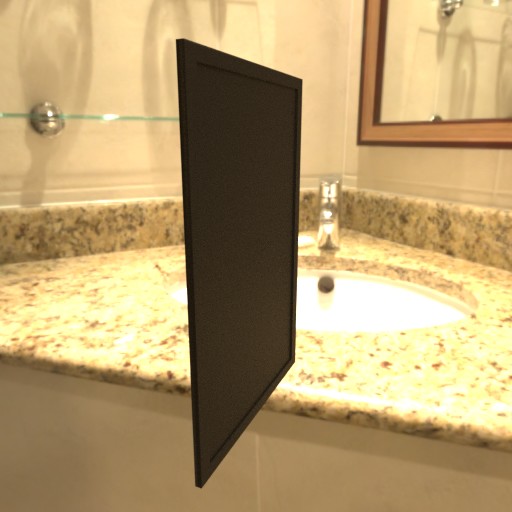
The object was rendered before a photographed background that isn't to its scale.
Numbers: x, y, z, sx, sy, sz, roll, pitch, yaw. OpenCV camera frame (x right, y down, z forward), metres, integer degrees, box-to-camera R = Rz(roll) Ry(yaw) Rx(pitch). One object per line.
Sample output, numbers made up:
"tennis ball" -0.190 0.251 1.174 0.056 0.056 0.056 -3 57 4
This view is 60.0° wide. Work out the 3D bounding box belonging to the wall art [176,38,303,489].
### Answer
"wall art" 0.000 0.000 0.825 0.012 0.661 0.451 7 17 23
